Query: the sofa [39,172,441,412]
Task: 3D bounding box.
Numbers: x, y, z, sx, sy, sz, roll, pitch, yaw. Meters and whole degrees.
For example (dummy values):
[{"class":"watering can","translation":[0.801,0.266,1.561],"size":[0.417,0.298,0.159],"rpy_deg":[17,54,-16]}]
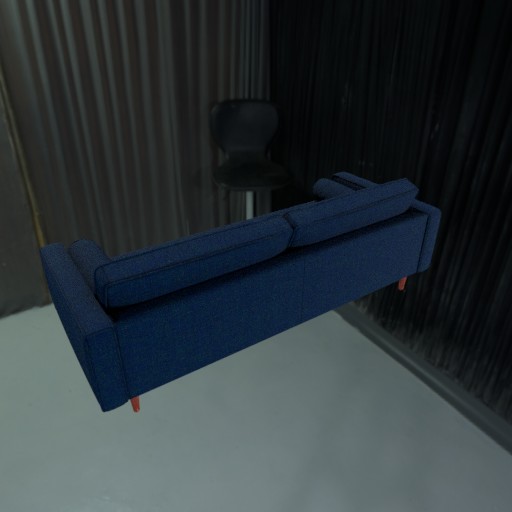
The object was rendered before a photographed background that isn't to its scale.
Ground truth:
[{"class":"sofa","translation":[0.000,0.000,2.655],"size":[2.210,0.762,0.914],"rpy_deg":[-18,34,-29]}]
